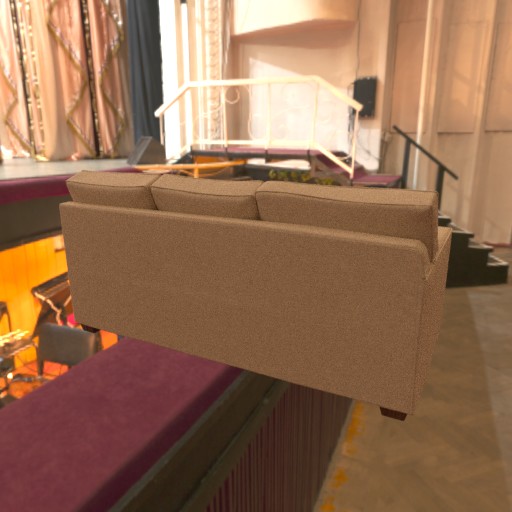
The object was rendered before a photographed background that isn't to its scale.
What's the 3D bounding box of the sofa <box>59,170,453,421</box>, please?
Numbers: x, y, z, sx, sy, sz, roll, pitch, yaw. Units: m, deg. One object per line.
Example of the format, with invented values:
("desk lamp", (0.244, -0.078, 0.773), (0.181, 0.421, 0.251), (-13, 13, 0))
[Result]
("sofa", (0.000, 0.000, 2.521), (1.962, 0.946, 1.034), (8, 18, 27))
